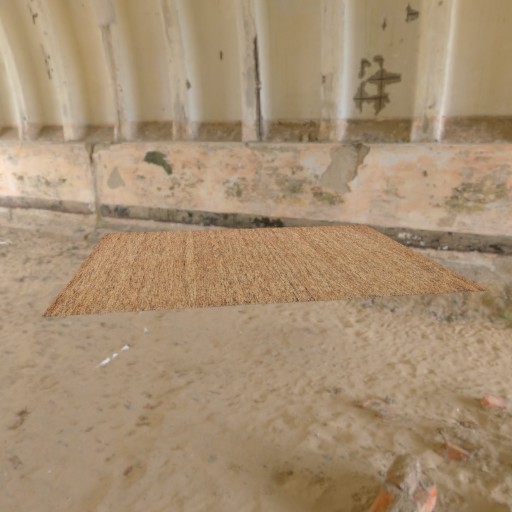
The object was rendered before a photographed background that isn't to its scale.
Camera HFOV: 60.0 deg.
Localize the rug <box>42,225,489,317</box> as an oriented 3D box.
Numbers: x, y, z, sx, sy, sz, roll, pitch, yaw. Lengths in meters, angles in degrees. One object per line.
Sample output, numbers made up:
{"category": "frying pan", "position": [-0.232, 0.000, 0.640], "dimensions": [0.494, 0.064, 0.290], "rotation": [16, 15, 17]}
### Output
{"category": "rug", "position": [0.000, 0.000, 4.277], "dimensions": [3.200, 0.012, 2.438], "rotation": [-2, 16, -8]}
